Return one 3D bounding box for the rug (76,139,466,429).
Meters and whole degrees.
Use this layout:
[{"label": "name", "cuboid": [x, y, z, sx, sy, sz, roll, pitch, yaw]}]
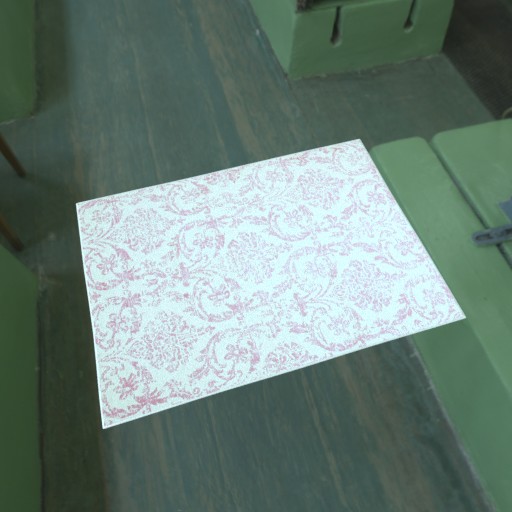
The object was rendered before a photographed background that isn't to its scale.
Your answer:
[{"label": "rug", "cuboid": [0.000, 0.000, 2.938, 2.202, 0.014, 1.598, -15, 60, -9]}]
